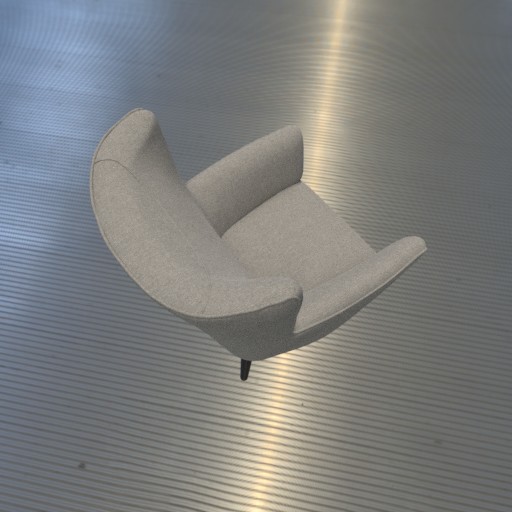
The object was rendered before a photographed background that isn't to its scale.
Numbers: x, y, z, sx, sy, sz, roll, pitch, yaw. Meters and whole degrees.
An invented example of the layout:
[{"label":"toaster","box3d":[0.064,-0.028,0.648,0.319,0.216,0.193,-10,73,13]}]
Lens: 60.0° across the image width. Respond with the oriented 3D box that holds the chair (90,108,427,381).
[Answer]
[{"label":"chair","box3d":[0.000,0.000,1.587,0.888,0.933,0.781,-30,61,-18]}]
